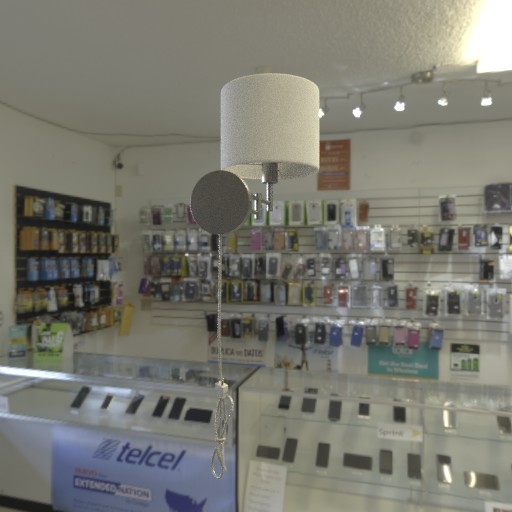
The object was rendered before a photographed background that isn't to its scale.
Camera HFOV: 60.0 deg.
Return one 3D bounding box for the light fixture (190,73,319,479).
[{"bbox_3d":[0.000,0.000,1.041,0.253,0.842,0.479,0,0,19],"label":"light fixture"}]
